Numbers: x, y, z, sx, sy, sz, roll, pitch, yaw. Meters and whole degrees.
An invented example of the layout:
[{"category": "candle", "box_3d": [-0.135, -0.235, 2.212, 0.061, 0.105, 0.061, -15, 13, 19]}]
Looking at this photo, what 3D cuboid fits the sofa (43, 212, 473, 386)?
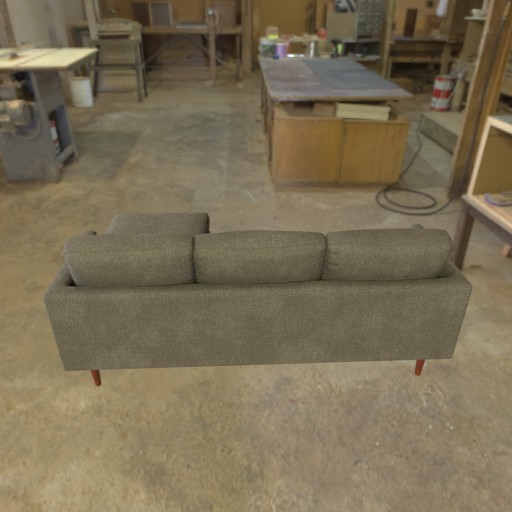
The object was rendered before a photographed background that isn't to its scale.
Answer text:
[{"category": "sofa", "box_3d": [0.000, 0.000, 3.021, 2.233, 0.956, 1.504, -1, 30, -2]}]
